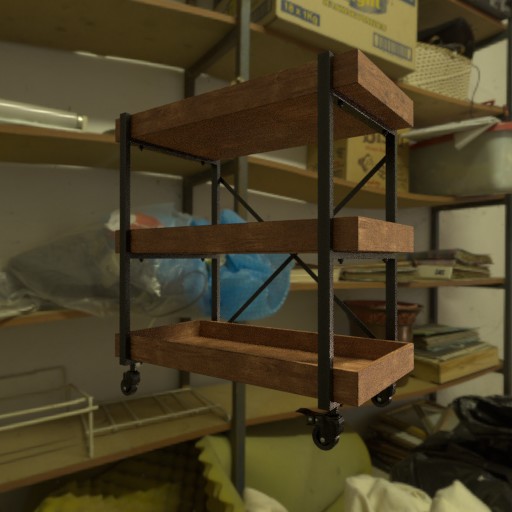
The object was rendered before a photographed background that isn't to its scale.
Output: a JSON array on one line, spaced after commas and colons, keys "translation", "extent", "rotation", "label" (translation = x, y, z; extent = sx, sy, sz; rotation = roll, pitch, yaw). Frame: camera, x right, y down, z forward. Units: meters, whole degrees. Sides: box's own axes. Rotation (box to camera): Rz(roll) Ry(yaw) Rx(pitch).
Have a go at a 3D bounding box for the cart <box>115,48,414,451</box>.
[{"translation": [0.000, 0.000, 1.221], "extent": [0.750, 0.800, 0.411], "rotation": [0, 0, 36], "label": "cart"}]
